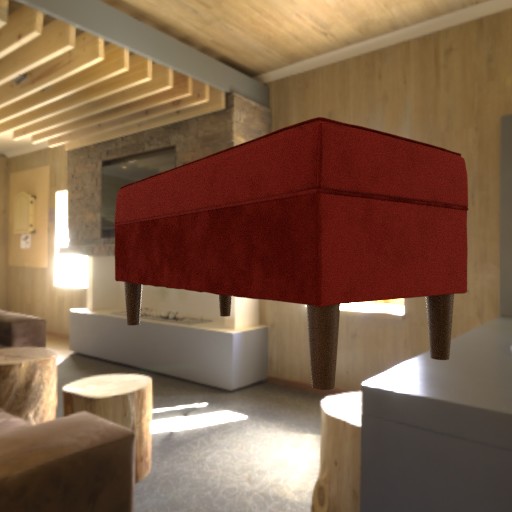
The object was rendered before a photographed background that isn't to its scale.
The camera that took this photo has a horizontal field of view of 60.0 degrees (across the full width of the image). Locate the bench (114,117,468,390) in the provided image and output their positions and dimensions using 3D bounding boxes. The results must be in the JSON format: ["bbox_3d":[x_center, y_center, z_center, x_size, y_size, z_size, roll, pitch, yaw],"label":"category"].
[{"bbox_3d":[0.000,0.000,1.274,0.492,0.471,1.016,0,0,-37],"label":"bench"}]
